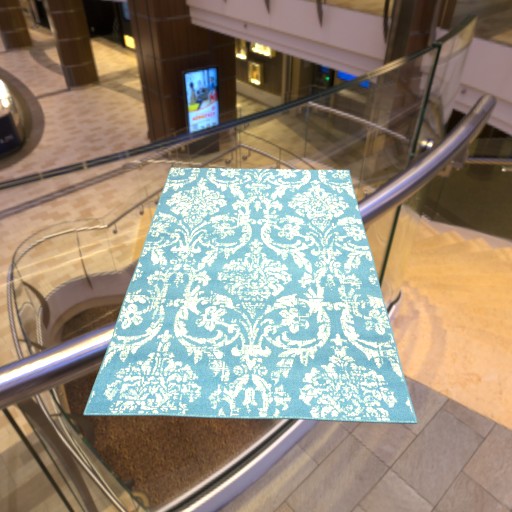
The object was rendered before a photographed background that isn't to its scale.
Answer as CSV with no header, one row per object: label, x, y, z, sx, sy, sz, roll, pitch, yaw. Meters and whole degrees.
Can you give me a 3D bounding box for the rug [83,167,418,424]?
rug,0.000,0.000,2.302,1.211,0.012,1.833,1,40,1
